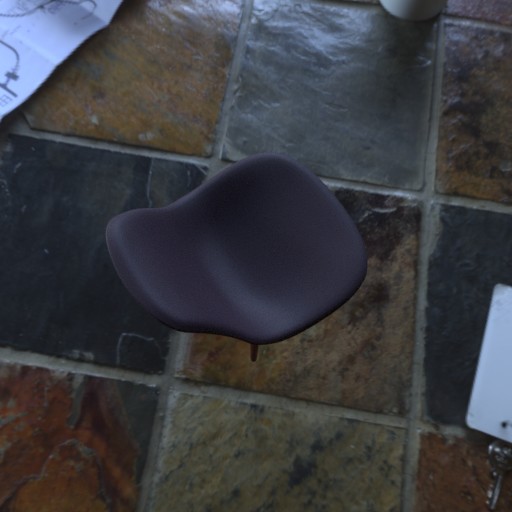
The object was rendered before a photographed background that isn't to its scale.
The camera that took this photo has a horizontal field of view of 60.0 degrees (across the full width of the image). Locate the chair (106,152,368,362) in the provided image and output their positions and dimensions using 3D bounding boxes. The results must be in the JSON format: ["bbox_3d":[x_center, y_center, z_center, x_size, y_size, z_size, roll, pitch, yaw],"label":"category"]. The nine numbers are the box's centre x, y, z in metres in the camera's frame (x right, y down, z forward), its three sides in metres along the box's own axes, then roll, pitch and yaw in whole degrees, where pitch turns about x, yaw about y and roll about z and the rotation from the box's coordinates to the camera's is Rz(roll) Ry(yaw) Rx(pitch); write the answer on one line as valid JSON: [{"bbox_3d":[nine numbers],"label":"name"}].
[{"bbox_3d":[0.000,0.000,1.167,0.533,0.826,0.470,-34,78,-8],"label":"chair"}]
